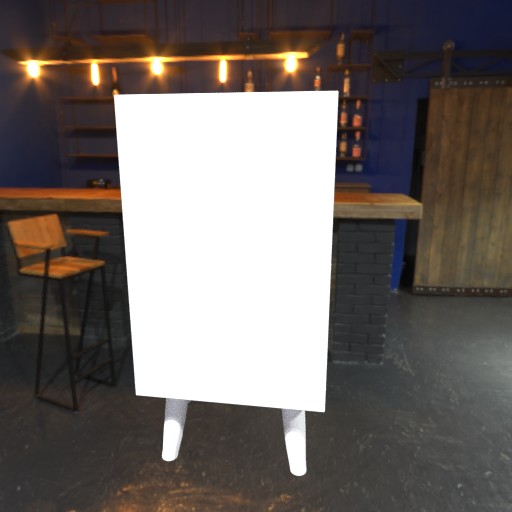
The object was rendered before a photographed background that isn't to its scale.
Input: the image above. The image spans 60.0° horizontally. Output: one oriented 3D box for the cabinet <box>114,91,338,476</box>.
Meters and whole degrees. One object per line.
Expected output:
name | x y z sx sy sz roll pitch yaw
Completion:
cabinet | 0.000 0.000 1.219 0.398 0.761 0.800 2 14 9
